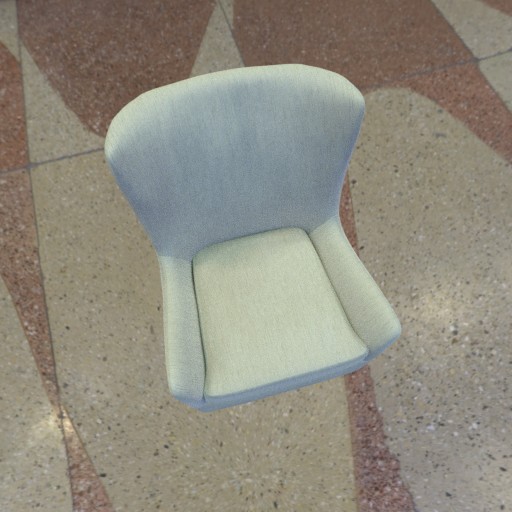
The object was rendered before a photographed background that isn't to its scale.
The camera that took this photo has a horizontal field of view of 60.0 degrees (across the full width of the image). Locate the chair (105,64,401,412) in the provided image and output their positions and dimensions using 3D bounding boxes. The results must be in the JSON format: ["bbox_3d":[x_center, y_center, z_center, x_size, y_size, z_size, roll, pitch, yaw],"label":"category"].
[{"bbox_3d":[0.000,0.000,1.636,0.779,1.000,0.904,-13,64,-7],"label":"chair"}]
